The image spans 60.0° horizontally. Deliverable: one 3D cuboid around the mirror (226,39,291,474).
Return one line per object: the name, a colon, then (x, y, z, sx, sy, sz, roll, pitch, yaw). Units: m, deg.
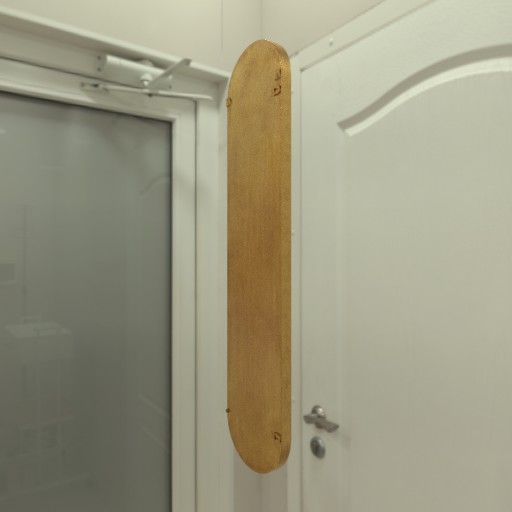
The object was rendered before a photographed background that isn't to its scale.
mirror: (0.000, 0.000, 1.036, 0.032, 0.991, 0.222, 0, 0, -35)
